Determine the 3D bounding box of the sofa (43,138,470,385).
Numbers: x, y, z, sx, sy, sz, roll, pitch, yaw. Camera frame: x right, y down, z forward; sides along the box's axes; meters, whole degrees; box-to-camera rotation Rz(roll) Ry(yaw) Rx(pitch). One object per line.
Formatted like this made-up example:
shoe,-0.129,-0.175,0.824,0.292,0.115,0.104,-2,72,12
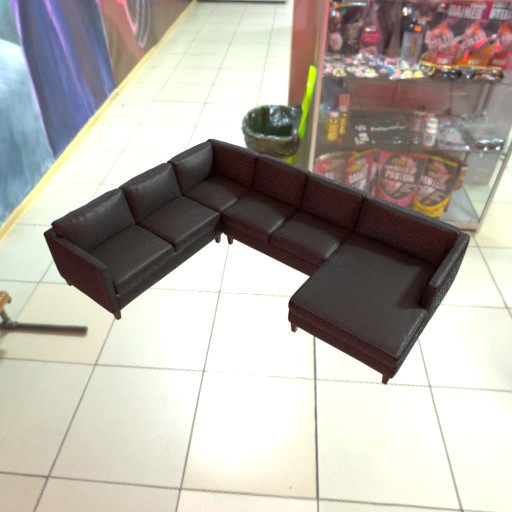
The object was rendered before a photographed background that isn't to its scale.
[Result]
sofa,0.000,0.000,4.573,3.460,0.923,2.593,27,48,27
